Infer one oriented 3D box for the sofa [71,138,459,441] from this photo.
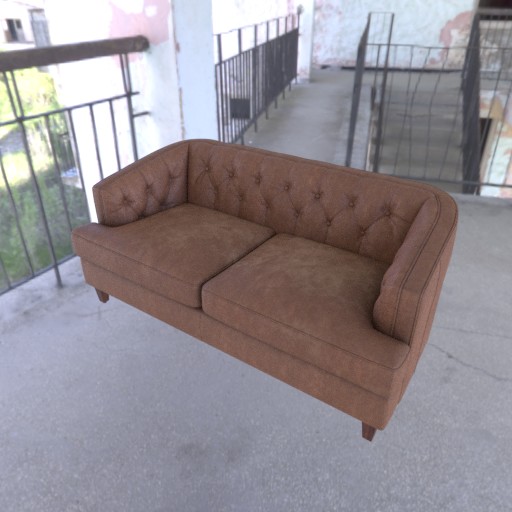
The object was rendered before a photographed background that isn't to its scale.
[{"bbox_3d":[0.000,0.000,2.230,1.755,0.786,0.914,19,36,29],"label":"sofa"}]
